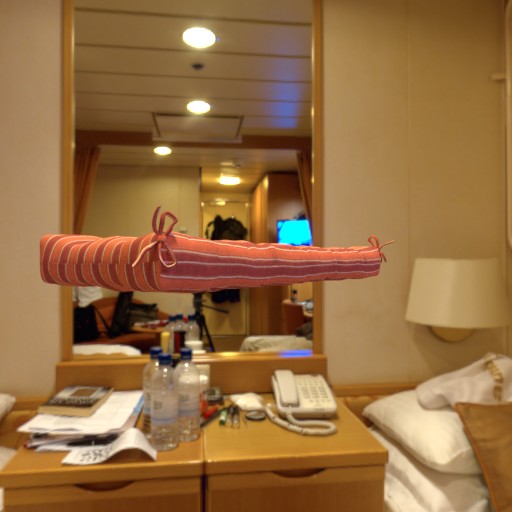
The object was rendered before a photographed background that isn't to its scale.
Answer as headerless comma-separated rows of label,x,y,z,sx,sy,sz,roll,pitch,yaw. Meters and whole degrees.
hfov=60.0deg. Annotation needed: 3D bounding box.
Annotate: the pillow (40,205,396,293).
pillow,0.000,0.000,1.362,0.511,0.174,1.194,-1,-1,36
